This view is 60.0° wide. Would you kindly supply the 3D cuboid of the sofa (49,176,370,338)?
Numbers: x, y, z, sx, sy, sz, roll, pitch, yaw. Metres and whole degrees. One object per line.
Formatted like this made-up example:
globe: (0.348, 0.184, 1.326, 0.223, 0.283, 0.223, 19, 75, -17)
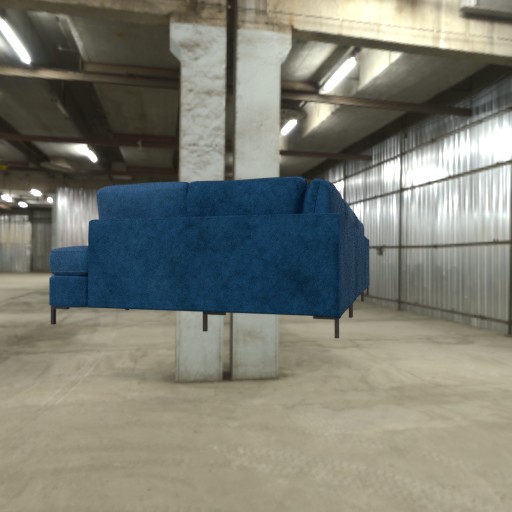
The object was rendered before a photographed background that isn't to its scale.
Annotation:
sofa: (0.000, 0.000, 4.463, 2.055, 0.992, 3.434, 0, -1, 17)
